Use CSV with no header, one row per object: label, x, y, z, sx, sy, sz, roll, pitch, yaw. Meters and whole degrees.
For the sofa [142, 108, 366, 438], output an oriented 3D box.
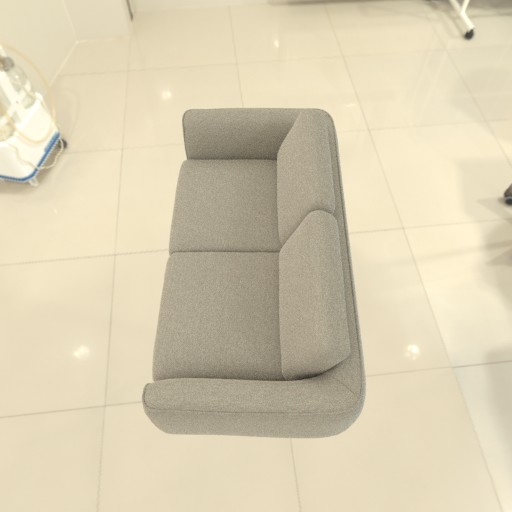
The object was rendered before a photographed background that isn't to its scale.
sofa,0.000,0.000,2.247,0.920,0.850,1.700,1,58,0
